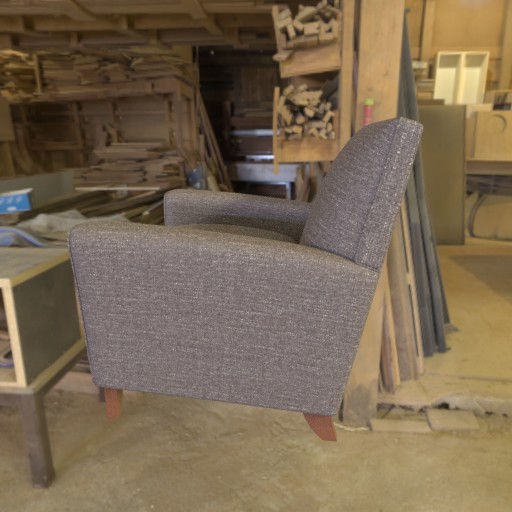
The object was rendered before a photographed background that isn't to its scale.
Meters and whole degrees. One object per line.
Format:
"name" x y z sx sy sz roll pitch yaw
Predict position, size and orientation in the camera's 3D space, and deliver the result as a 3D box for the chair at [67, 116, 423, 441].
"chair" 0.000 0.000 1.521 0.875 0.885 0.838 2 16 9
